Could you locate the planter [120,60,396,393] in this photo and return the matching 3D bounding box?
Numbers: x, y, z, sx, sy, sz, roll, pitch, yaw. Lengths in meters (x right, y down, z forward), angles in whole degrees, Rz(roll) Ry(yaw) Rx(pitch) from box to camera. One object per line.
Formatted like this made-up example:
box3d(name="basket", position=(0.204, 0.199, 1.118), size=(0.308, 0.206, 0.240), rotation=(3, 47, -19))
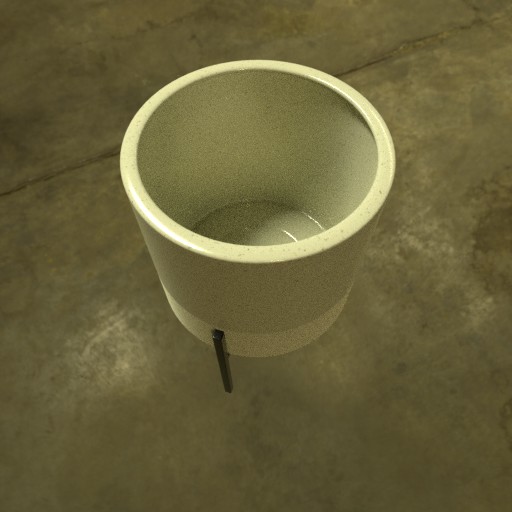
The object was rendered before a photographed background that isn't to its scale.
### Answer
box3d(name="planter", position=(0.000, 0.000, 0.342), size=(0.152, 0.230, 0.159), rotation=(16, 60, 10))
